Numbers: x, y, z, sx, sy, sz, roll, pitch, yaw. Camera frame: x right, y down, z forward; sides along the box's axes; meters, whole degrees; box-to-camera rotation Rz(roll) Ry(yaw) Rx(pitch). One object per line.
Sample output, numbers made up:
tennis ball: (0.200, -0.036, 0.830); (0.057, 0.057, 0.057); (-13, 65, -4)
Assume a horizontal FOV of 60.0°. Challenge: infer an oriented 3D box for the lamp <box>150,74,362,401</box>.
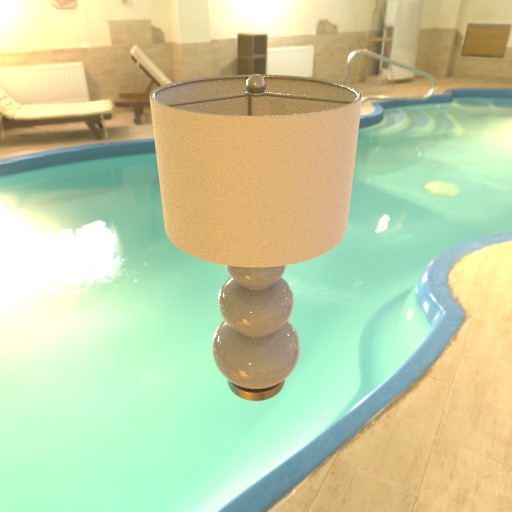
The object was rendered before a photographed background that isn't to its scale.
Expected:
lamp: (0.000, 0.000, 0.953); (0.367, 0.730, 0.367); (21, 37, 31)
